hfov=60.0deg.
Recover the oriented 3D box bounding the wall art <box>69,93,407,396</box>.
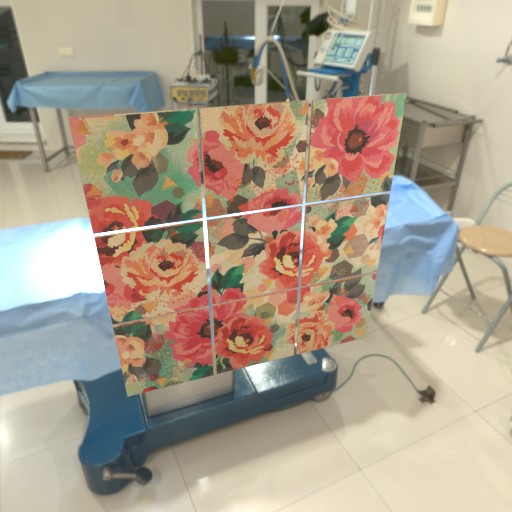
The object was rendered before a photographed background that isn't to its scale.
[{"bbox_3d":[0.000,0.000,1.841,1.216,1.220,0.013,-10,32,-16],"label":"wall art"}]
